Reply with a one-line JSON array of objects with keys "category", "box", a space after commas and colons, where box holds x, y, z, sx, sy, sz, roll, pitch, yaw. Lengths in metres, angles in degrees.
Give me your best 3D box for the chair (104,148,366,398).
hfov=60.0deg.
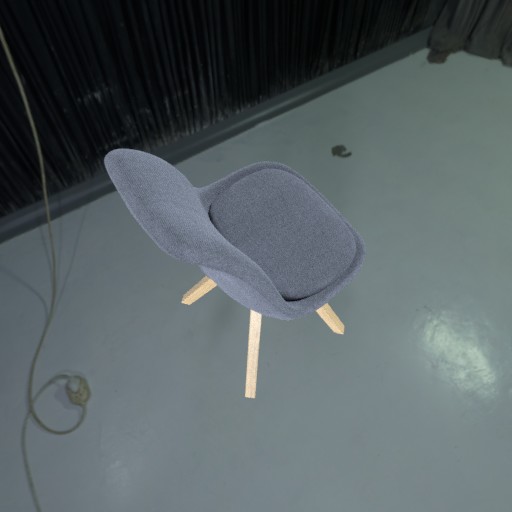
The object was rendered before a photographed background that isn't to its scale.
[{"category": "chair", "box": [0.000, 0.000, 1.234, 0.550, 0.850, 0.485, -31, 63, -18]}]
